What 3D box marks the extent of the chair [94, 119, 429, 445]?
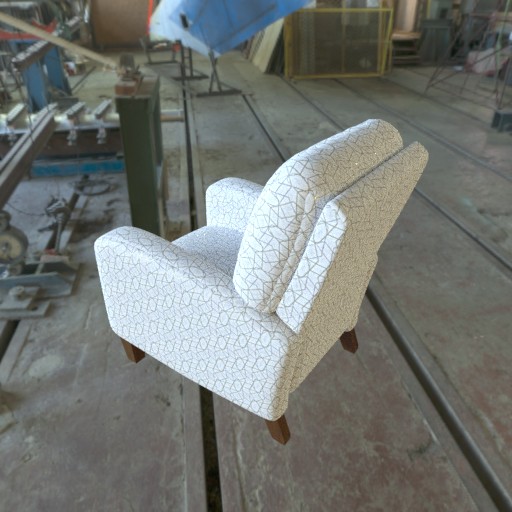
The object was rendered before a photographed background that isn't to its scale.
[{"bbox_3d":[0.000,0.000,1.747,0.995,1.064,0.796,20,37,30],"label":"chair"}]
